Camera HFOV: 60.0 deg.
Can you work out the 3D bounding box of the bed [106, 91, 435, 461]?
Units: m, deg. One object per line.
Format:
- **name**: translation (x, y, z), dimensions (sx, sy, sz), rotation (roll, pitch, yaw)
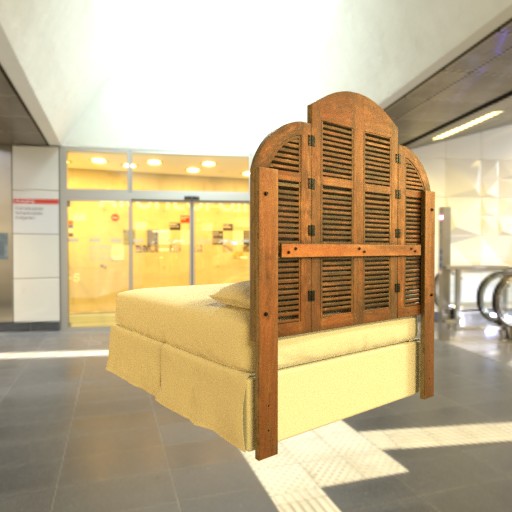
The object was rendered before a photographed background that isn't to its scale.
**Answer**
- **bed**: translation (0.000, 0.000, 3.536), dimensions (1.713, 2.019, 2.138), rotation (-1, 1, -38)
